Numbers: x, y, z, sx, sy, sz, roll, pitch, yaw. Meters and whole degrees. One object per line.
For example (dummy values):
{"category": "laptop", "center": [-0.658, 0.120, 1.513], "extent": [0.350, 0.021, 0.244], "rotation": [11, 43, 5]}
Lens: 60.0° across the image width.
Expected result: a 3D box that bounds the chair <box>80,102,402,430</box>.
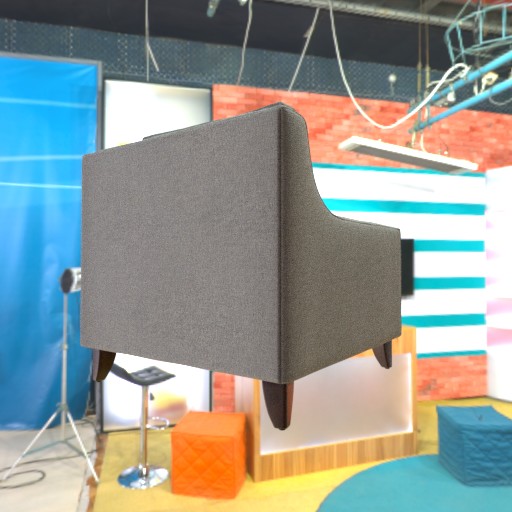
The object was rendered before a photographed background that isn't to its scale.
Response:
{"category": "chair", "center": [0.000, 0.000, 1.630], "extent": [0.838, 0.864, 0.918], "rotation": [-1, -1, 36]}
